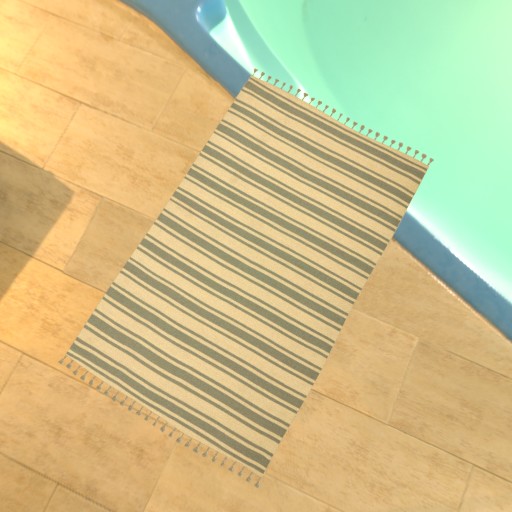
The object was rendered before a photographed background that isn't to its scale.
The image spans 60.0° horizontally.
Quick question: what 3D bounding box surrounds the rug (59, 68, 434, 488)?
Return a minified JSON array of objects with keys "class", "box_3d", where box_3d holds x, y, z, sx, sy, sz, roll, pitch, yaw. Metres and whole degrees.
[{"class":"rug","box_3d":[0.000,0.000,2.474,1.222,0.009,2.084,30,79,7]}]
